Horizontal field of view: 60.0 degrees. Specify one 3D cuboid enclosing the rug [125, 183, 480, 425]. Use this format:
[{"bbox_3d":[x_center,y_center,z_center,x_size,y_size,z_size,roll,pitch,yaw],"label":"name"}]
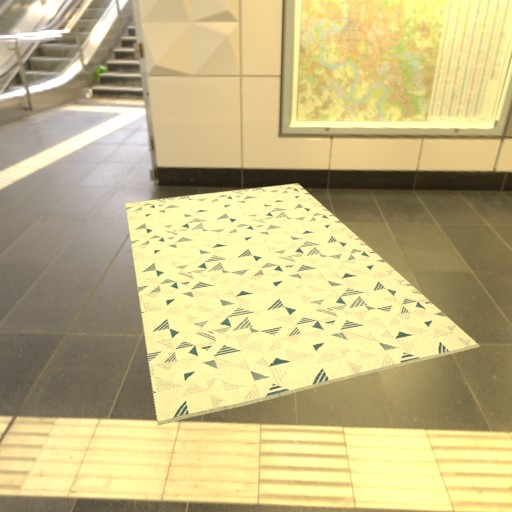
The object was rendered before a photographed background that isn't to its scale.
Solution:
[{"bbox_3d":[0.000,0.000,2.274,1.206,0.003,1.835,-9,31,-15],"label":"rug"}]
